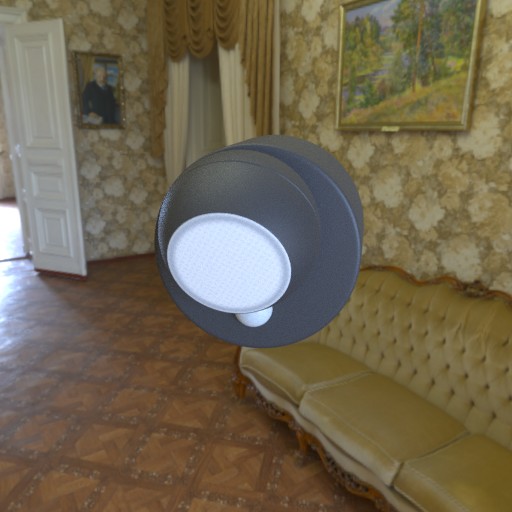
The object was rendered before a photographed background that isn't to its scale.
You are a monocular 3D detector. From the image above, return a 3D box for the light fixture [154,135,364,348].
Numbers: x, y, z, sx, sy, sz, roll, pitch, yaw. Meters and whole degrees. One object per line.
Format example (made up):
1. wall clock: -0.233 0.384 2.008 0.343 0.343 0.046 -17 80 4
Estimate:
1. light fixture: 0.000 0.000 0.269 0.134 0.143 0.160 3 15 10
